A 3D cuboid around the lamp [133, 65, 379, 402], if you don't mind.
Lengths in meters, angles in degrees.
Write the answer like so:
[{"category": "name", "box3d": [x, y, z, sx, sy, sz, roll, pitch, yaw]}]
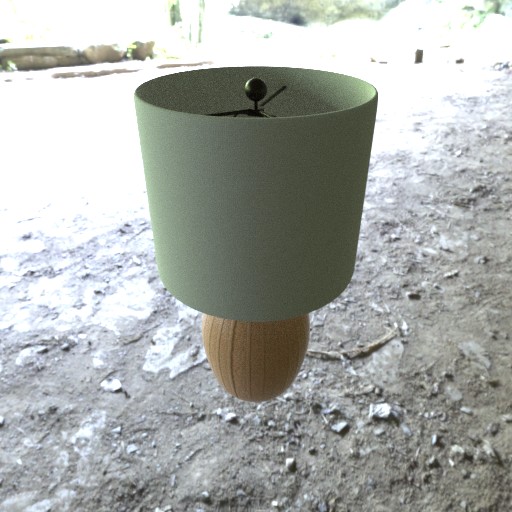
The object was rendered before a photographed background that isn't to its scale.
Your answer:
[{"category": "lamp", "box3d": [0.000, 0.000, 0.752, 0.329, 0.570, 0.329, 0, 32, 0]}]
